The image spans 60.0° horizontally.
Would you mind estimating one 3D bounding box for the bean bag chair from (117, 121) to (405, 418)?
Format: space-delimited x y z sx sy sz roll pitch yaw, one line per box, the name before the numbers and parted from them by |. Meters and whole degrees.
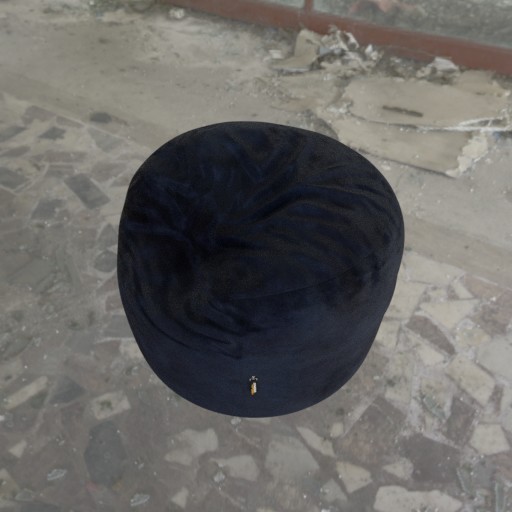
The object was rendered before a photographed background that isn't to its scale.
bean bag chair | 0.000 0.000 1.493 0.918 0.616 0.918 0 46 0
